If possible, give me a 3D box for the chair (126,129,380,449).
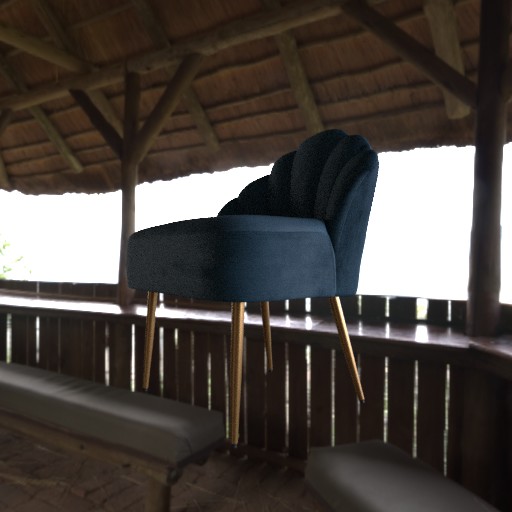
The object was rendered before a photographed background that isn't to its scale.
[{"bbox_3d":[0.000,0.000,1.282,0.599,0.819,0.657,0,-1,-36],"label":"chair"}]
